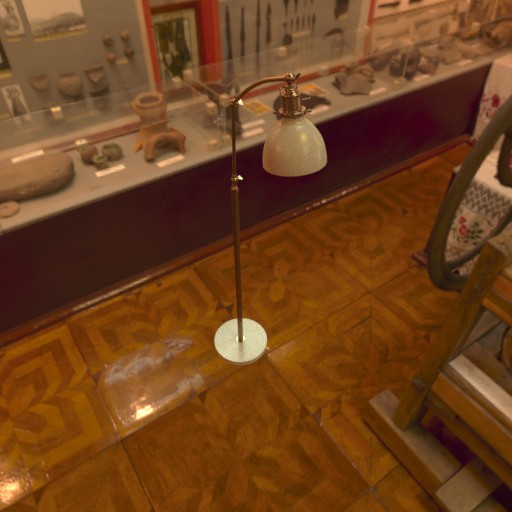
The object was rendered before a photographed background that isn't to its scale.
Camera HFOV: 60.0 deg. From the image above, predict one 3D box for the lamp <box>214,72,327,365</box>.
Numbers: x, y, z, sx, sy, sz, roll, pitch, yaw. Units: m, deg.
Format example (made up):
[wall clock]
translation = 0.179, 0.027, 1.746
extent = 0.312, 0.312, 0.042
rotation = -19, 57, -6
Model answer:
[lamp]
translation = 0.000, 0.000, 1.788
extent = 0.288, 1.586, 0.599
rotation = -24, 49, -22
